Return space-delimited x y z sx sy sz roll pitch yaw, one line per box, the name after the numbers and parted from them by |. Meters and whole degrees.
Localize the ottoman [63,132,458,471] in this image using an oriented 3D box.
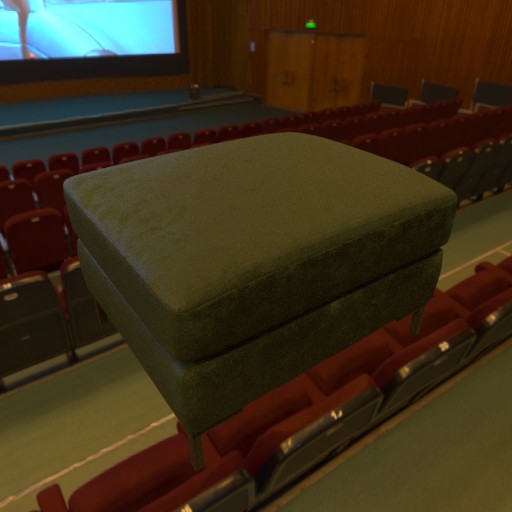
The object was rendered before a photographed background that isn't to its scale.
0.000 0.000 1.288 0.839 0.538 0.701 -20 37 -30 | ottoman
